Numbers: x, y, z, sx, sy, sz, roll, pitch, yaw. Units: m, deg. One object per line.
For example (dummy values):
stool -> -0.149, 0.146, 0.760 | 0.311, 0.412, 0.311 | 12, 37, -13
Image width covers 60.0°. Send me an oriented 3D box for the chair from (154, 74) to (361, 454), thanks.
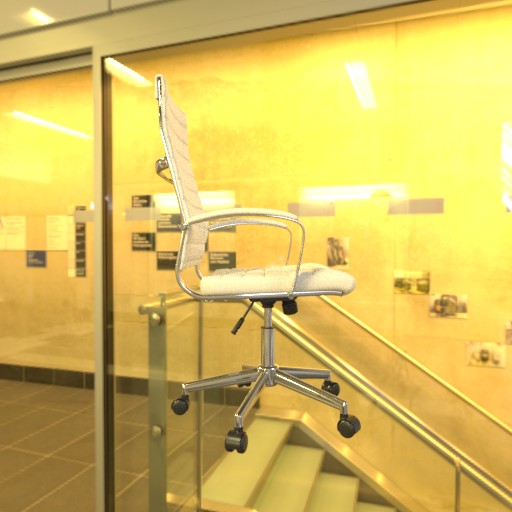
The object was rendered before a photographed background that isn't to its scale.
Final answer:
chair -> 0.000, 0.000, 1.606 | 0.679, 1.149, 0.679 | 0, 1, 1
